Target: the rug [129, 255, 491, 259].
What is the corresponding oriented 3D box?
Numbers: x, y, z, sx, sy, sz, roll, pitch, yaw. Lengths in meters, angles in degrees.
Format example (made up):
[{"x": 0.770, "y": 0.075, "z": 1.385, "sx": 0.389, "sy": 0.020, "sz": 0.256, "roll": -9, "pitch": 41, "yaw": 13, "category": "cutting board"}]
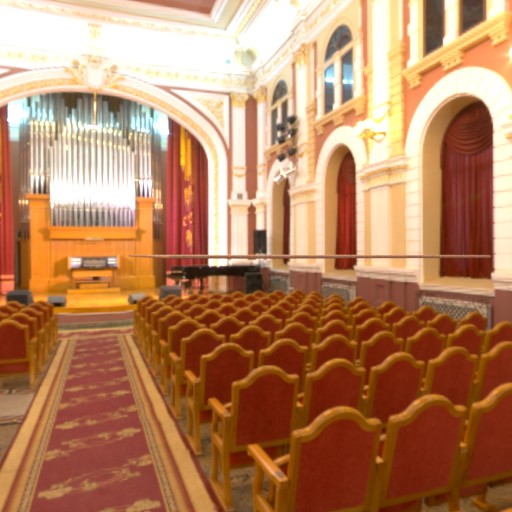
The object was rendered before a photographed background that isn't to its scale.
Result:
[{"x": 0.000, "y": 0.000, "z": 3.016, "sx": 1.523, "sy": 0.014, "sz": 2.438, "roll": 0, "pitch": 0, "yaw": -19, "category": "rug"}]
